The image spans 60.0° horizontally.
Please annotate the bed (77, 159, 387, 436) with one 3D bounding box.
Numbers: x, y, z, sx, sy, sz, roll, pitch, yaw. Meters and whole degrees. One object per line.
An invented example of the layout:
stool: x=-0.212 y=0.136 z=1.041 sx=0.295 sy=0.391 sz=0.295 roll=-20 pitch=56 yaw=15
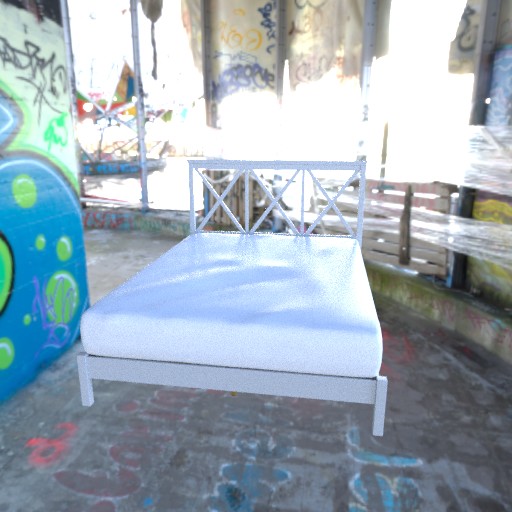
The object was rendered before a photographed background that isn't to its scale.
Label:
bed: x=0.000 y=0.000 z=3.226 sx=1.673 sy=1.253 sz=2.135 roll=2 pitch=16 yaw=9
